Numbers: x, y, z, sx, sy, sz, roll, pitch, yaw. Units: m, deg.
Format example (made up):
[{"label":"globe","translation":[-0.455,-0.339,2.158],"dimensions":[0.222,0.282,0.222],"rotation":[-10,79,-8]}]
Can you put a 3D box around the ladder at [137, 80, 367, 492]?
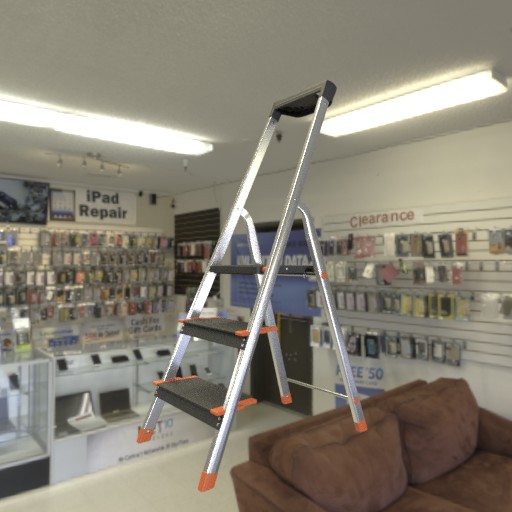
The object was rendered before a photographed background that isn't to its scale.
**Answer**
[{"label":"ladder","translation":[0.000,0.000,1.523],"dimensions":[0.686,1.229,0.416],"rotation":[1,-1,-38]}]
